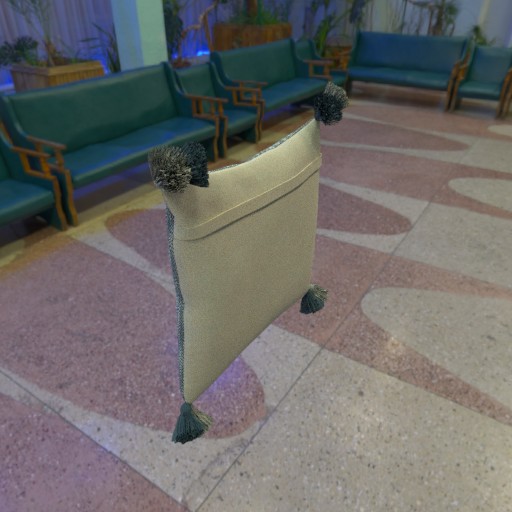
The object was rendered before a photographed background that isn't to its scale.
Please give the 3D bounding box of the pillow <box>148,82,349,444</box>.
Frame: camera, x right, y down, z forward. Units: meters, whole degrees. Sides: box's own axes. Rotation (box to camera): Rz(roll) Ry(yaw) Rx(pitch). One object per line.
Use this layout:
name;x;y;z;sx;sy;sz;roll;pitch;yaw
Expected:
pillow;0.000;0.000;0.940;0.138;0.634;0.614;21;38;30
